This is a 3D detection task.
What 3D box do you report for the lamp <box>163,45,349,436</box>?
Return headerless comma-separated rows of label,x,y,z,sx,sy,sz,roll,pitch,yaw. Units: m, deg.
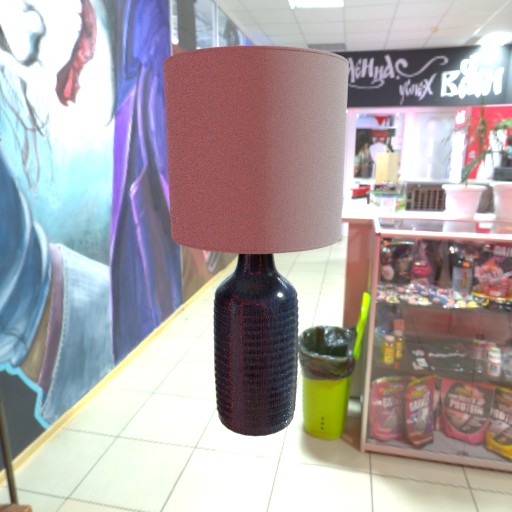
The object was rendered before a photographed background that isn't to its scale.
lamp,0.000,0.000,0.594,0.220,0.475,0.220,13,19,43
